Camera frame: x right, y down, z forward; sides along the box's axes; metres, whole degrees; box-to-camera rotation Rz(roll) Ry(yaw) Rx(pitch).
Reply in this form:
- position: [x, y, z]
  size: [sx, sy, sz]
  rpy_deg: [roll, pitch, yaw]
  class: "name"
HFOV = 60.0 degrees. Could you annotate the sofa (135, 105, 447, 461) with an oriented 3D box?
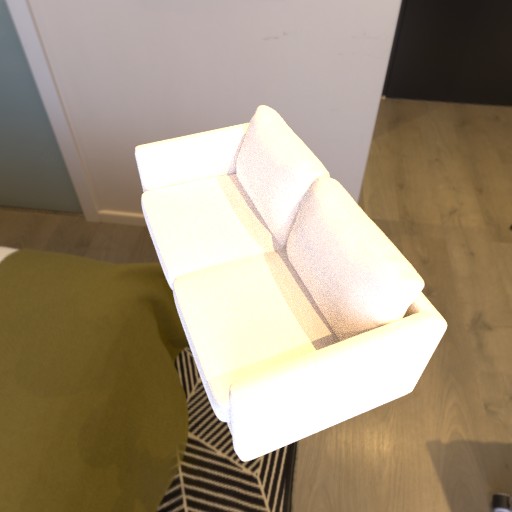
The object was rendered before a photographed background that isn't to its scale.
- position: [0.000, 0.000, 2.321]
  size: [0.940, 0.893, 1.713]
  rpy_deg: [-16, 48, -15]
  class: "sofa"
